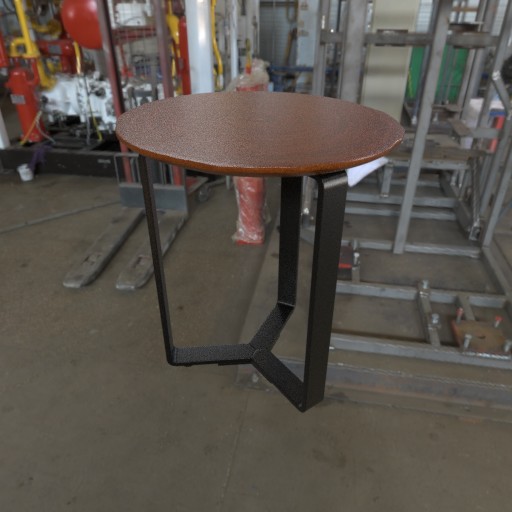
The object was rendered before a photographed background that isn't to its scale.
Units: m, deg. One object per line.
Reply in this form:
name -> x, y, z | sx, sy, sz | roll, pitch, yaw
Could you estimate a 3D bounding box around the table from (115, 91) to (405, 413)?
table -> 0.000, 0.000, 0.739 | 0.380, 0.450, 0.410 | -20, 36, -30
